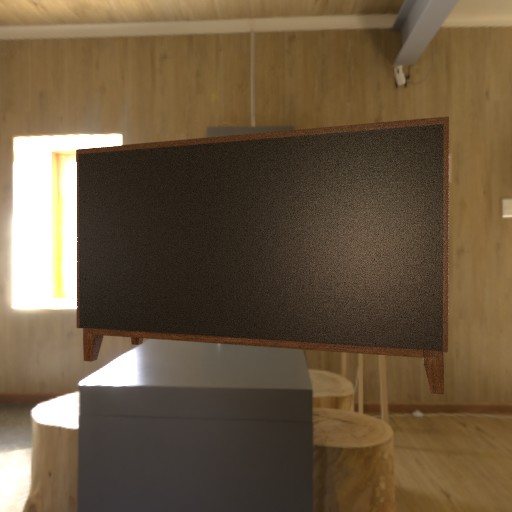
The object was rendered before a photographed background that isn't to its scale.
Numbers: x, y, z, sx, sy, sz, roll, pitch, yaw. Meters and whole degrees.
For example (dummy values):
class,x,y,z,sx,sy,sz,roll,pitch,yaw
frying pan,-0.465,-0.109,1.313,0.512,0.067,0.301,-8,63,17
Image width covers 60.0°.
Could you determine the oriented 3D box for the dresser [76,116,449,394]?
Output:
class,x,y,z,sx,sy,sz,roll,pitch,yaw
dresser,0.000,0.000,1.801,1.400,0.873,0.446,0,1,18
